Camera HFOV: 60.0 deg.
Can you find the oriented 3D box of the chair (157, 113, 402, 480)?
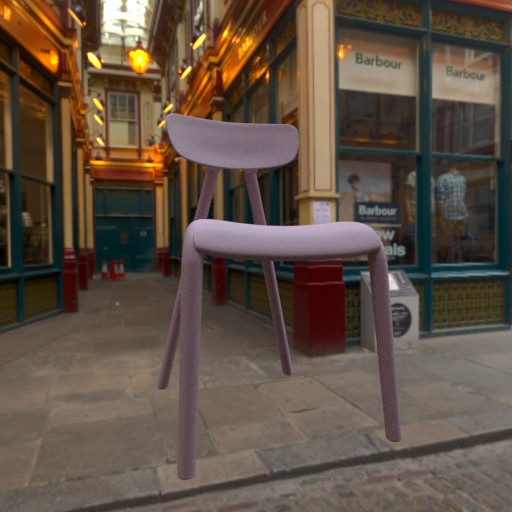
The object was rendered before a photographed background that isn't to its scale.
[{"bbox_3d":[0.000,0.000,0.819,0.356,0.580,0.401,-1,2,-19],"label":"chair"}]
